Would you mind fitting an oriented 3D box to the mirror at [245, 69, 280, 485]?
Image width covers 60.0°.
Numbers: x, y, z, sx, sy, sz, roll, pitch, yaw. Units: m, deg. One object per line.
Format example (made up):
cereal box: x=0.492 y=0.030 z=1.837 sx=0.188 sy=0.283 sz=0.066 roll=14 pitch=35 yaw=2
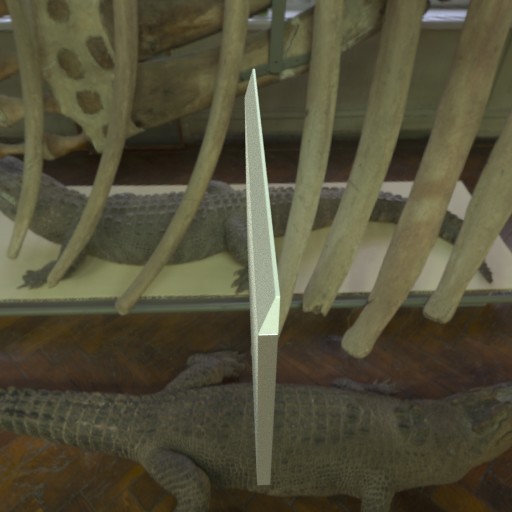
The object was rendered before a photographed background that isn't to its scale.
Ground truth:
mirror: x=0.000 y=0.000 z=1.128 sx=0.030 sy=0.630 sz=0.870 roll=-2 pitch=42 yaw=-2
